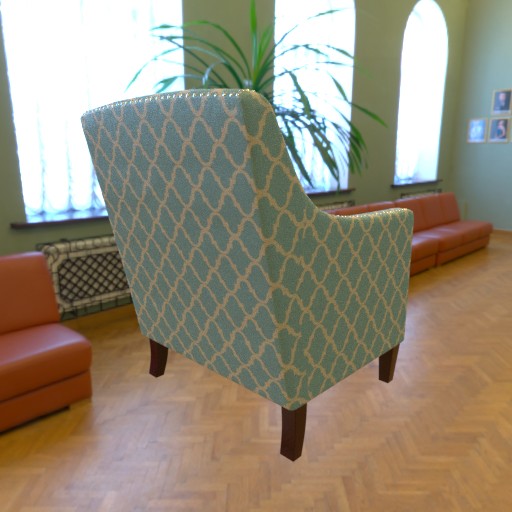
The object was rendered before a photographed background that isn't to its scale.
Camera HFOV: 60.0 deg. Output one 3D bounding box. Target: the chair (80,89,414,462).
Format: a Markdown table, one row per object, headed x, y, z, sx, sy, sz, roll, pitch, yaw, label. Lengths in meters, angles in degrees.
| x | y | z | sx | sy | sz | roll | pitch | yaw | label |
| --- | --- | --- | --- | --- | --- | --- | --- | --- | --- |
| 0.000 | 0.000 | 1.263 | 0.617 | 0.817 | 0.686 | 13 | 18 | 43 | chair |
